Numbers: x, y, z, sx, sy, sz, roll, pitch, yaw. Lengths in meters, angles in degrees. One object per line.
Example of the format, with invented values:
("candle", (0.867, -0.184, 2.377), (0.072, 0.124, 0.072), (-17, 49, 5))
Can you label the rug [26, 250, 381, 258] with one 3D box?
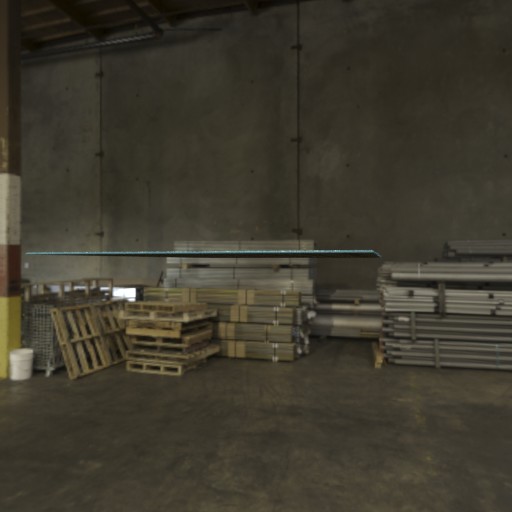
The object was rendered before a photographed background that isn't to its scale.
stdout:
("rug", (0.000, 0.000, 3.013), (1.622, 0.009, 2.373), (0, -1, 16))
